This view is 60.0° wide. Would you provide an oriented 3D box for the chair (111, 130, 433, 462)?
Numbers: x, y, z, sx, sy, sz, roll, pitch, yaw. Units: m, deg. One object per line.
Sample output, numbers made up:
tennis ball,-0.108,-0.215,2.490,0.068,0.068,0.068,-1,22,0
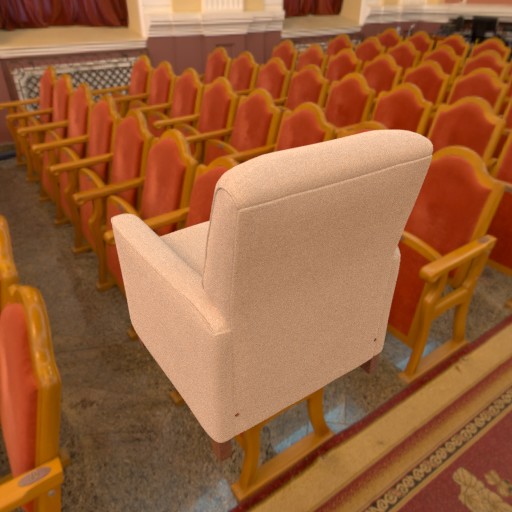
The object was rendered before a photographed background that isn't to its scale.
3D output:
chair,0.000,0.000,1.639,0.841,1.023,0.858,-20,36,-29
